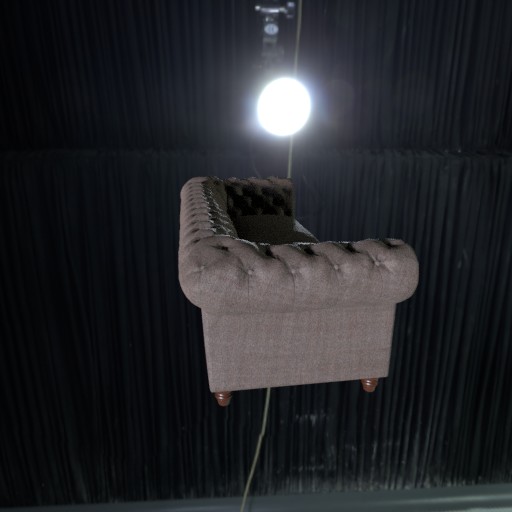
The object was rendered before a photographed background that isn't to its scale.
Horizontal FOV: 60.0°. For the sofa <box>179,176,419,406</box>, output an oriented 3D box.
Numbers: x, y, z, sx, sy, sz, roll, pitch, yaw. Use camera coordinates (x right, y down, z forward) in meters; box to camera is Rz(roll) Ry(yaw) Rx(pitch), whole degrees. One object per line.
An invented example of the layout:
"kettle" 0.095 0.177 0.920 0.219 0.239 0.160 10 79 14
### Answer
"sofa" 0.000 0.000 2.845 0.944 0.787 2.385 -3 17 -8
